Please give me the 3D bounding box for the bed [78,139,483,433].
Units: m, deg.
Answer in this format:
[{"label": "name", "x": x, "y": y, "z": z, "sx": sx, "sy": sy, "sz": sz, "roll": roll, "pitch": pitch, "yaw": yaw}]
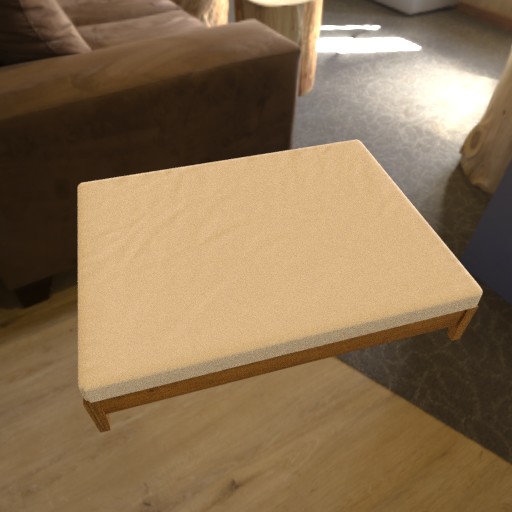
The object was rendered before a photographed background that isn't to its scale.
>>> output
[{"label": "bed", "x": 0.000, "y": 0.000, "z": 2.722, "sx": 2.016, "sy": 0.431, "sz": 1.536, "roll": -11, "pitch": 47, "yaw": -11}]
